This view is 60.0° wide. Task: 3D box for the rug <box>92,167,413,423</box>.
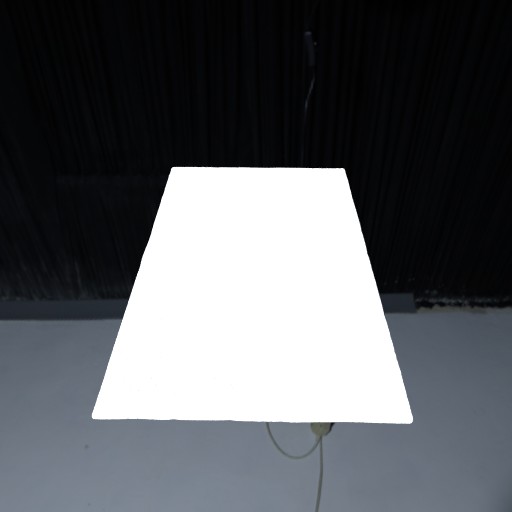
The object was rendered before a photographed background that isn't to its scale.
[{"bbox_3d":[0.000,0.000,3.042,1.546,0.010,2.442,1,40,1],"label":"rug"}]
